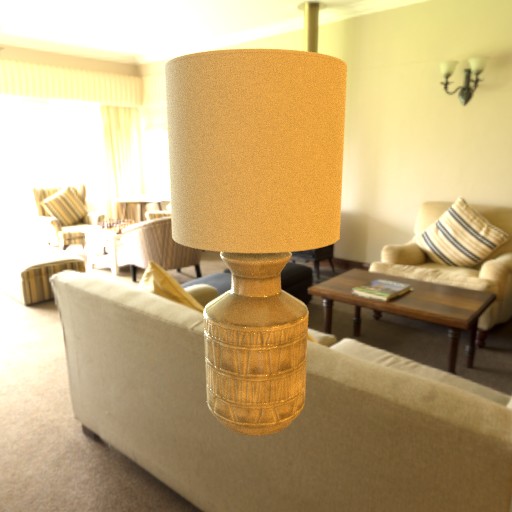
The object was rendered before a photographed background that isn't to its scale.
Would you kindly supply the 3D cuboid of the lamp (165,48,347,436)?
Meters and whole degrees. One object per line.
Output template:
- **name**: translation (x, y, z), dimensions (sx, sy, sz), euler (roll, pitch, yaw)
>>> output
- **lamp**: translation (0.000, 0.000, 0.575), dimensions (0.211, 0.455, 0.211), euler (-2, 13, -7)
